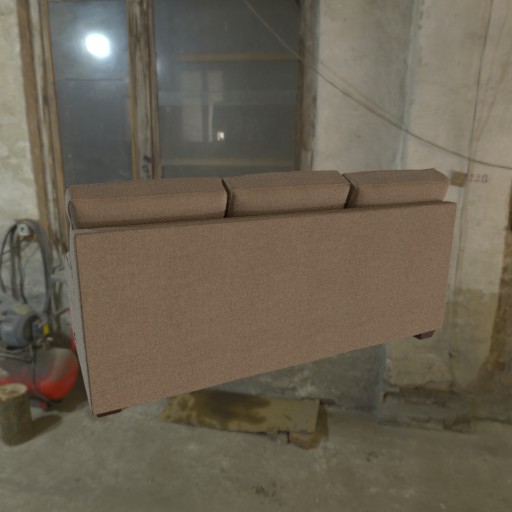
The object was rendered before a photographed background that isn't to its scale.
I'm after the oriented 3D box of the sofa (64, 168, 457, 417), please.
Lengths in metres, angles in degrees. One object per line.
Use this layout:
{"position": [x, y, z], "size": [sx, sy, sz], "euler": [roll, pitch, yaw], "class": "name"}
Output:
{"position": [0.000, 0.000, 2.664], "size": [2.092, 1.036, 1.127], "euler": [-7, 16, -26], "class": "sofa"}
